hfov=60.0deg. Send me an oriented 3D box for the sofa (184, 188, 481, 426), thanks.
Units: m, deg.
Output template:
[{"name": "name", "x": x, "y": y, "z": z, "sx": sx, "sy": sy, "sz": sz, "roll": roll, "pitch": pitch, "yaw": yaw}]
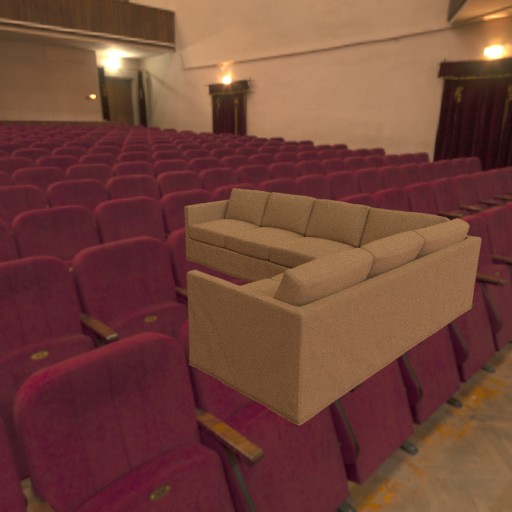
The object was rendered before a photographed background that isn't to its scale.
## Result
[{"name": "sofa", "x": 0.000, "y": 0.000, "z": 4.209, "sx": 2.432, "sy": 0.871, "sz": 3.182, "roll": -15, "pitch": 22, "yaw": -42}]
